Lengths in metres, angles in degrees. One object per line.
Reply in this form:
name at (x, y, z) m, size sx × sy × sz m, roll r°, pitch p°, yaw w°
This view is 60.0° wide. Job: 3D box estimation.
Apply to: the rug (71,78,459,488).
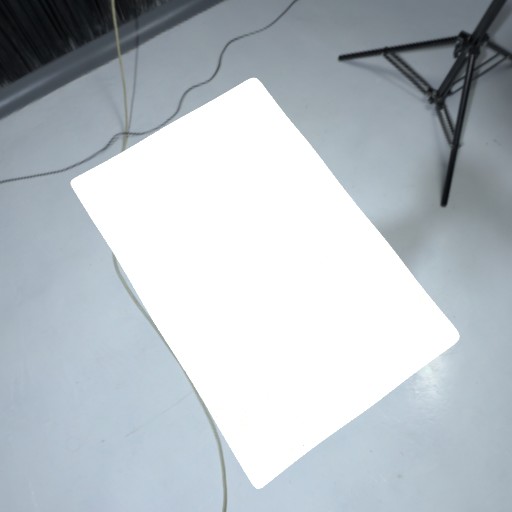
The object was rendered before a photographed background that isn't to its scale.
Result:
rug at (0.000, 0.000, 3.389) m, size 1.798 × 0.025 × 2.698 m, roll -33°, pitch 76°, yaw -9°
